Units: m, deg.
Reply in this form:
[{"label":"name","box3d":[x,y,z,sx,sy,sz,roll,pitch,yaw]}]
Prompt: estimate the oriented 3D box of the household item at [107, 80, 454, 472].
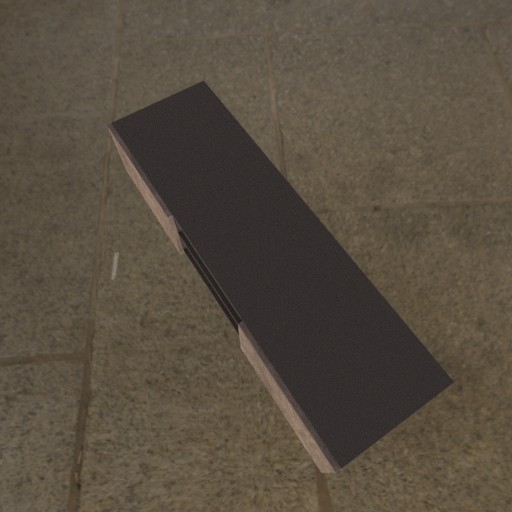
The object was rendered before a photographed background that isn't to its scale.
[{"label":"household item","box3d":[0.000,0.000,1.593,0.420,0.310,1.400,-30,68,-14]}]
